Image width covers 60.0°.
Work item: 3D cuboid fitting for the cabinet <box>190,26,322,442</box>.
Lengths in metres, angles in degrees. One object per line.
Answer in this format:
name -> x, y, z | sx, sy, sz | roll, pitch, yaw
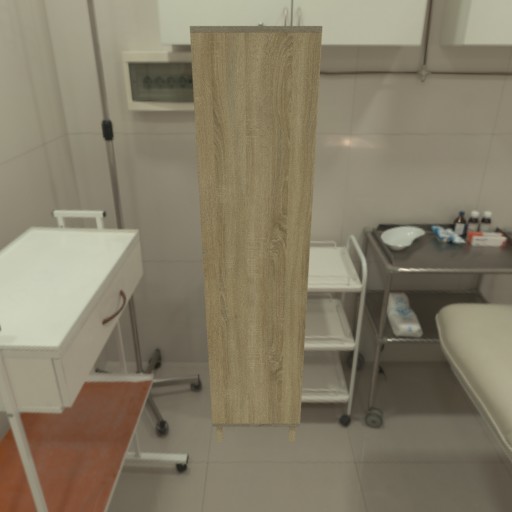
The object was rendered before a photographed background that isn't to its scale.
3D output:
cabinet -> 0.000, 0.000, 2.148 | 0.450, 1.960, 0.510 | 0, 25, 0
